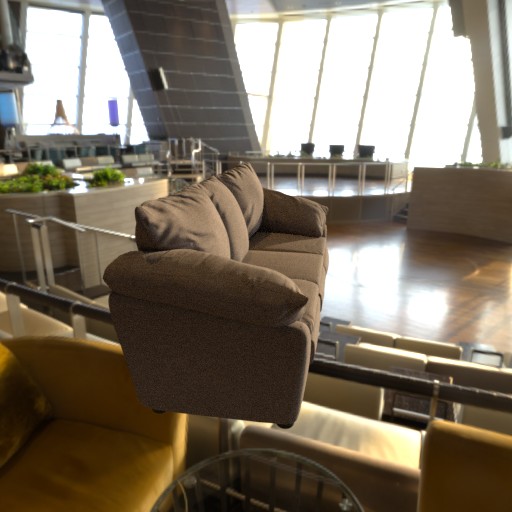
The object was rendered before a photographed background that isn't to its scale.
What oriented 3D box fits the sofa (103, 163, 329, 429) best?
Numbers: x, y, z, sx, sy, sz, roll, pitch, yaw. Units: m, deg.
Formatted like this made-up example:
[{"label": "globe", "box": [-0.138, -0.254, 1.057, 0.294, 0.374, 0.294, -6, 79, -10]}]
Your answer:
[{"label": "sofa", "box": [0.000, 0.000, 2.898, 0.927, 1.043, 2.390, 3, 17, 10]}]
